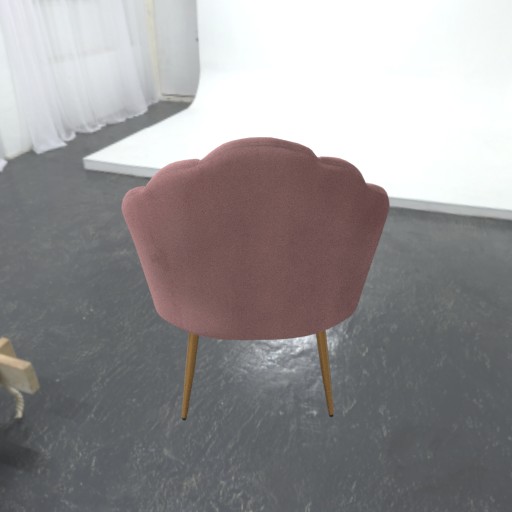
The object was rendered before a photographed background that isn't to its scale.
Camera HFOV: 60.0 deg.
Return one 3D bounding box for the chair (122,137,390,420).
[{"bbox_3d":[0.000,0.000,1.239,0.657,0.819,0.599,-1,30,-1],"label":"chair"}]
